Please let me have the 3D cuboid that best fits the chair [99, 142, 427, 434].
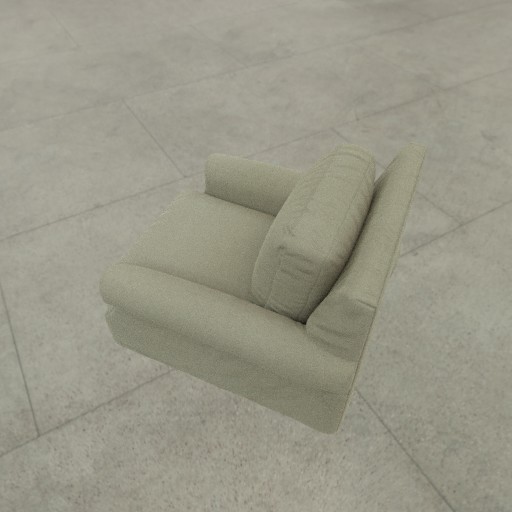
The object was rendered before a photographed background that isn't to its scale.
[{"bbox_3d":[0.000,0.000,1.790,1.066,0.866,0.940,18,49,16],"label":"chair"}]
